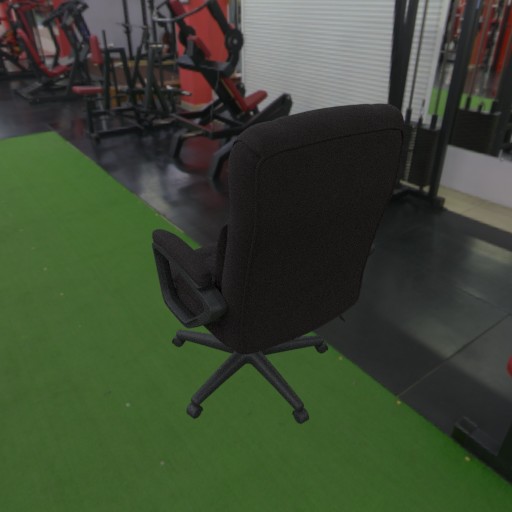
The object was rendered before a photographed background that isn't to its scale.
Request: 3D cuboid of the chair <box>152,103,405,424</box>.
[{"bbox_3d":[0.000,0.000,1.539,0.667,1.105,0.724,-19,35,-29],"label":"chair"}]
